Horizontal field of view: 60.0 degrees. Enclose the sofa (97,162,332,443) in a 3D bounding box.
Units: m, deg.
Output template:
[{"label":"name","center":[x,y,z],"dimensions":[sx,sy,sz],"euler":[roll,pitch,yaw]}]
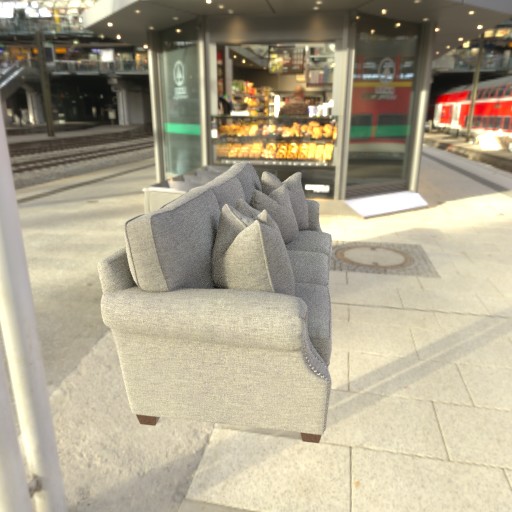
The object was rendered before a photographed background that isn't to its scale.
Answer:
[{"label":"sofa","center":[0.000,0.000,2.801],"dimensions":[0.965,0.975,2.312],"euler":[3,18,9]}]
